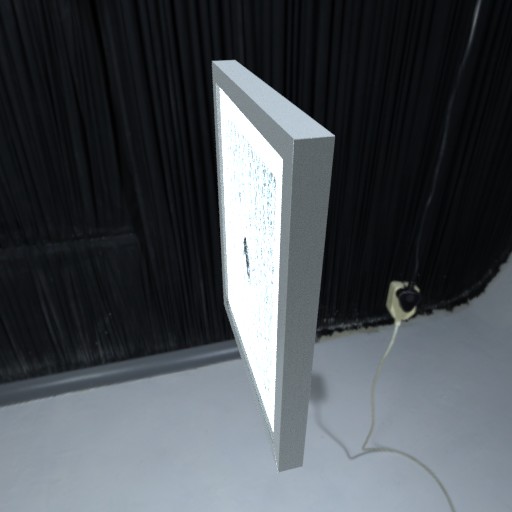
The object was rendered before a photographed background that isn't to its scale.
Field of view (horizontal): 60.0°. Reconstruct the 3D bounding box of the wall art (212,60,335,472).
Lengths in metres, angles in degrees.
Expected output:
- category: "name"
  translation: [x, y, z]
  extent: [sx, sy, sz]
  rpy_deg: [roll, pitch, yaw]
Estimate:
- category: "wall art"
  translation: [0.000, 0.000, 0.521]
  extent: [0.030, 0.379, 0.308]
  rpy_deg: [-8, 34, -12]
